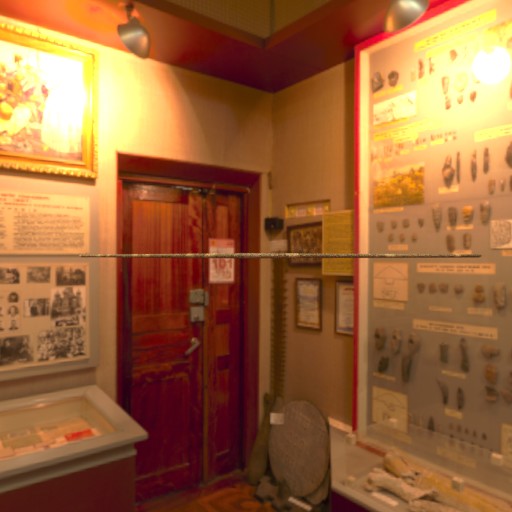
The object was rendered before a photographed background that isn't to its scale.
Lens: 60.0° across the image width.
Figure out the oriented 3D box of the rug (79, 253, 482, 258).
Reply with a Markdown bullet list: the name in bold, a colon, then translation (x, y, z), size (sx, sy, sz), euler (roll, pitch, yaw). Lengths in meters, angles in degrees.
- **rug**: translation (0.000, 0.000, 4.113), size (2.399, 0.026, 3.000), euler (0, 0, -36)
